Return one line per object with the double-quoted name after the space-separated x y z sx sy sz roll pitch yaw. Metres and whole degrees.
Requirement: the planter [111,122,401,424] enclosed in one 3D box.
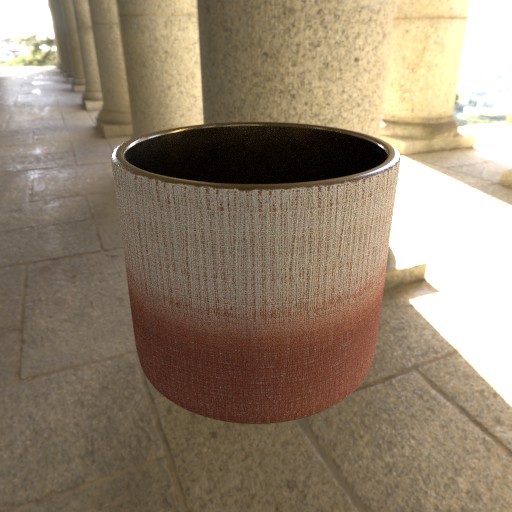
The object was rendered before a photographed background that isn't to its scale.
0.000 0.000 0.444 0.254 0.221 0.254 0 26 0 "planter"
